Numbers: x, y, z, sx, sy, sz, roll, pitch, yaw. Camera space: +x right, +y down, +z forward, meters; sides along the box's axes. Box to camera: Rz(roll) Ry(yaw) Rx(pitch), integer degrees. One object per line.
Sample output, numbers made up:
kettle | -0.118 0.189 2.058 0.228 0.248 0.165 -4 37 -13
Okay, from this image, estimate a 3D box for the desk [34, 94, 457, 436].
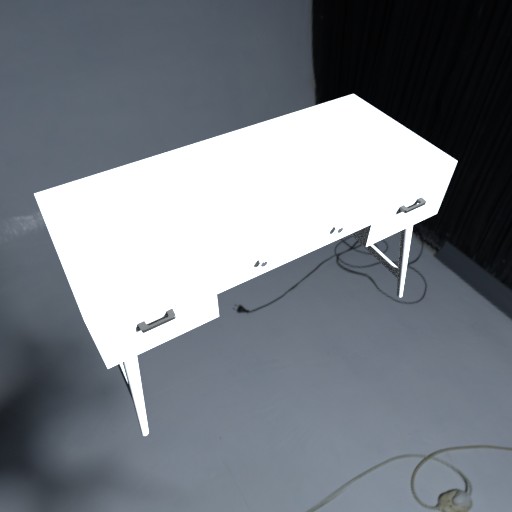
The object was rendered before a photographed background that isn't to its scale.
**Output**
desk | 0.000 0.000 1.761 1.313 0.762 0.589 -23 51 -20
